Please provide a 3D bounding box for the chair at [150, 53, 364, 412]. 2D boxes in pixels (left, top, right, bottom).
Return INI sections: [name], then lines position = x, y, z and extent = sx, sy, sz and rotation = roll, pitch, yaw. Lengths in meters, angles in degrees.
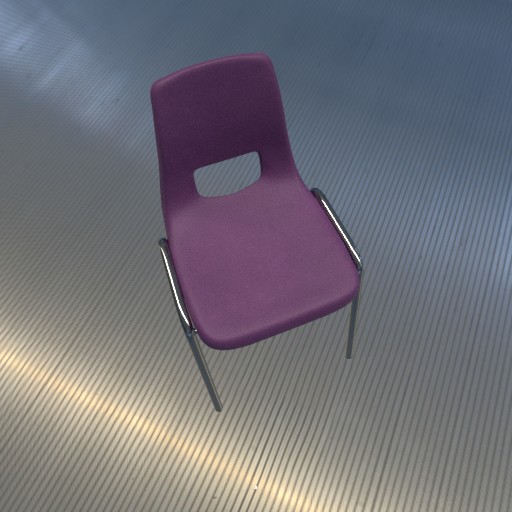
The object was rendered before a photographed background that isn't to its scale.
[chair]
position = 0.000, 0.000, 0.936
extent = 0.381, 0.654, 0.432
rotation = -19, 64, -10
